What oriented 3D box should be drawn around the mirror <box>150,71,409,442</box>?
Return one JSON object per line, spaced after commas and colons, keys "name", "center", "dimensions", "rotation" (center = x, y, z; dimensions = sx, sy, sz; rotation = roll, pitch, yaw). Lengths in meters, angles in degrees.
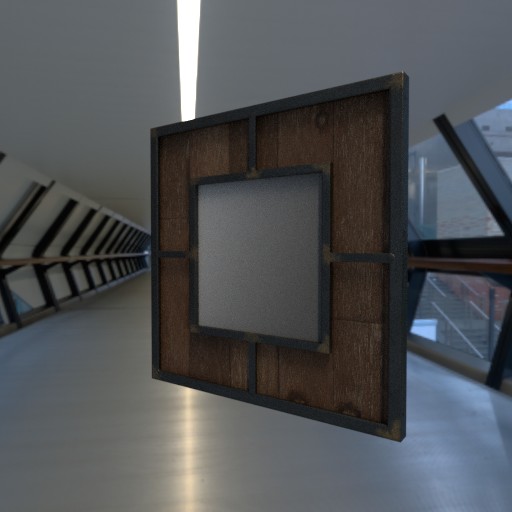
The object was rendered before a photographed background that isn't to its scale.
{"name": "mirror", "center": [0.000, 0.000, 0.572], "dimensions": [0.382, 0.381, 0.020], "rotation": [1, 2, 36]}
